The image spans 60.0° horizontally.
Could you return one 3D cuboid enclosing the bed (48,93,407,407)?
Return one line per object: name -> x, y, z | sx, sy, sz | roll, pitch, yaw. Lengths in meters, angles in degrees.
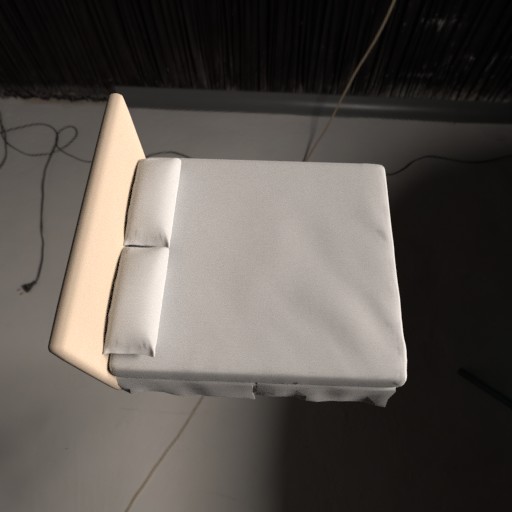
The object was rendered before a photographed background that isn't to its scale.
bed -> 0.000, 0.000, 3.242 | 2.142, 1.330, 1.884 | 2, 64, 1
